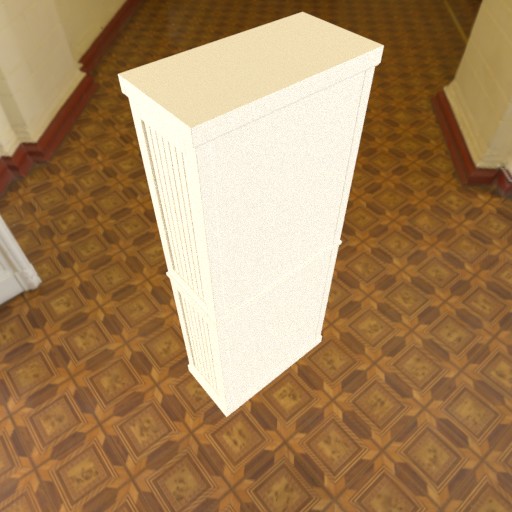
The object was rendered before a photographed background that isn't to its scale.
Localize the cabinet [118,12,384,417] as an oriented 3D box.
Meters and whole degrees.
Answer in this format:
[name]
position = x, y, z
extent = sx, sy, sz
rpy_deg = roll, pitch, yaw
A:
[cabinet]
position = 0.000, 0.000, 2.050
extent = 0.754, 1.829, 0.390
rpy_deg = -32, 56, -25
